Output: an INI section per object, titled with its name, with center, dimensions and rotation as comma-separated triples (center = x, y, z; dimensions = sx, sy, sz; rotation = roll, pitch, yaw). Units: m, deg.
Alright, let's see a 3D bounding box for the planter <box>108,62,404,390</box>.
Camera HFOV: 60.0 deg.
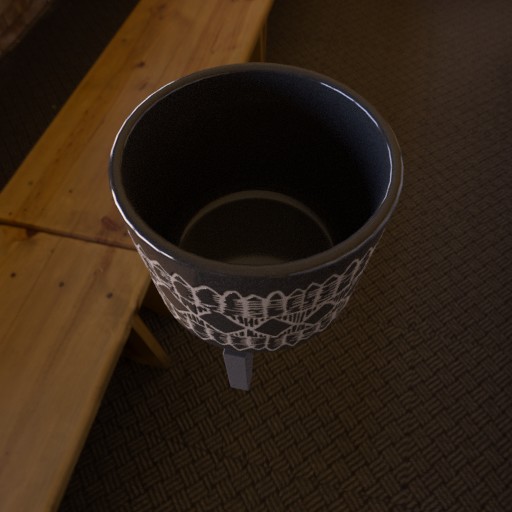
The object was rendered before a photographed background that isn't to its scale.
[planter]
center = 0.000, 0.000, 0.407
dimensions = 0.196, 0.264, 0.196
rotation = -16, 59, -10
